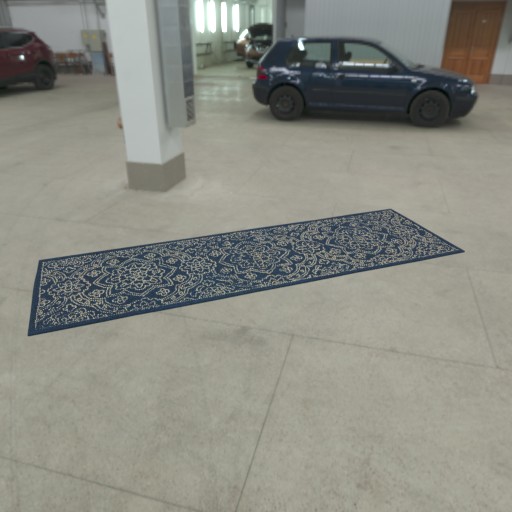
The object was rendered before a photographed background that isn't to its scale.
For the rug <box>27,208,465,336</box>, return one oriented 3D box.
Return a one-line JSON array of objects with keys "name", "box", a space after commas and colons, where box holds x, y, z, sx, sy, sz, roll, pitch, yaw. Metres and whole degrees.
[{"name": "rug", "box": [0.000, 0.000, 2.655, 2.448, 0.012, 0.769, -9, 29, -18]}]
